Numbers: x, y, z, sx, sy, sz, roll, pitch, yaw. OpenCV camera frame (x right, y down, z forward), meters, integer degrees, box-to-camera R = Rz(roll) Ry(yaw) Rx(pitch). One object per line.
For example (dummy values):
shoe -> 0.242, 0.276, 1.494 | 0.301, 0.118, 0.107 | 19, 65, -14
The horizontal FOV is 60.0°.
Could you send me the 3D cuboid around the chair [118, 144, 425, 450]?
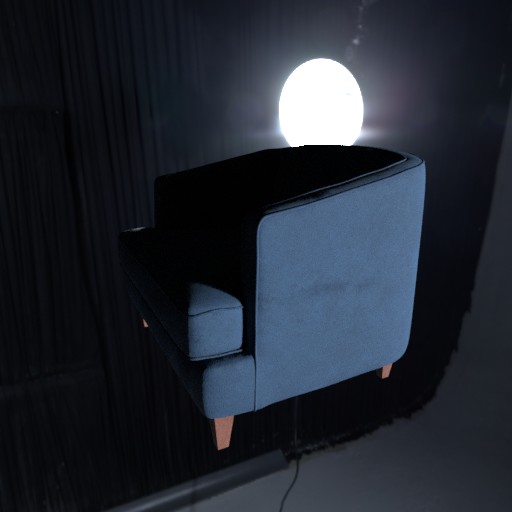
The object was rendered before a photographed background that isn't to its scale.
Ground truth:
chair -> 0.000, 0.000, 1.778 | 0.940, 0.852, 1.094 | -8, 18, -25
